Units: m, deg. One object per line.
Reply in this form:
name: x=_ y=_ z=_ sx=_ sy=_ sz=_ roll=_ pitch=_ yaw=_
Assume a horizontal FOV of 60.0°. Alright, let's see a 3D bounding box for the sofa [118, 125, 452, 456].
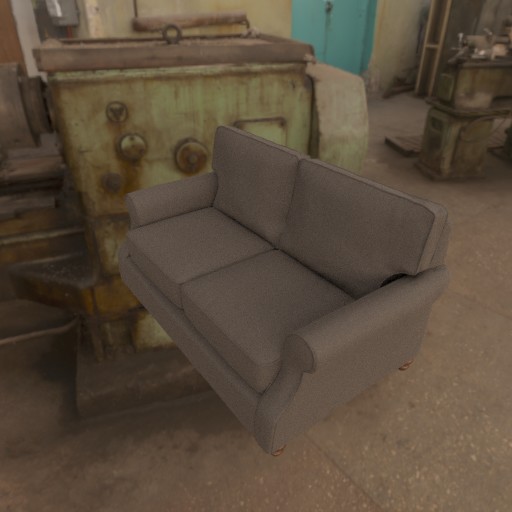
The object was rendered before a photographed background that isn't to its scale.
sofa: x=0.000 y=0.000 z=2.247 sx=0.964 sy=0.937 sz=1.665 roll=-20 pitch=36 yaw=-30
